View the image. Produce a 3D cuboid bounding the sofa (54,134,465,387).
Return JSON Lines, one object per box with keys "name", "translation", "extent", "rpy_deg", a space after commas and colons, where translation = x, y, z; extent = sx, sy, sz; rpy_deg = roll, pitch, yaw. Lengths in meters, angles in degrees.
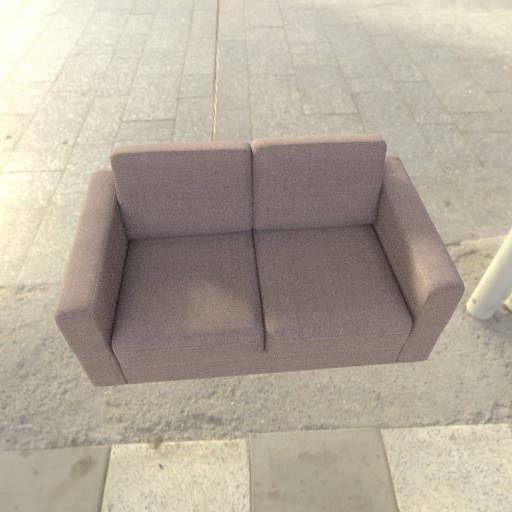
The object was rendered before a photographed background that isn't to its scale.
{"name": "sofa", "translation": [0.000, 0.000, 1.993], "extent": [1.520, 0.800, 0.900], "rpy_deg": [-4, 48, -3]}
